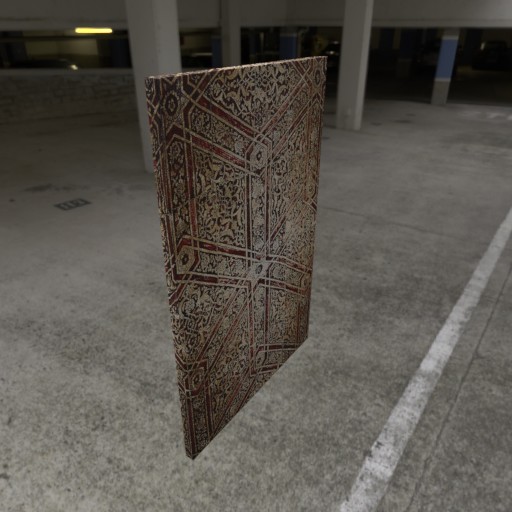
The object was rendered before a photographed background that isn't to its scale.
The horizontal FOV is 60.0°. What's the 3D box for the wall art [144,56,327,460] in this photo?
[{"bbox_3d":[0.000,0.000,1.137,0.030,0.904,0.599,18,33,30],"label":"wall art"}]
